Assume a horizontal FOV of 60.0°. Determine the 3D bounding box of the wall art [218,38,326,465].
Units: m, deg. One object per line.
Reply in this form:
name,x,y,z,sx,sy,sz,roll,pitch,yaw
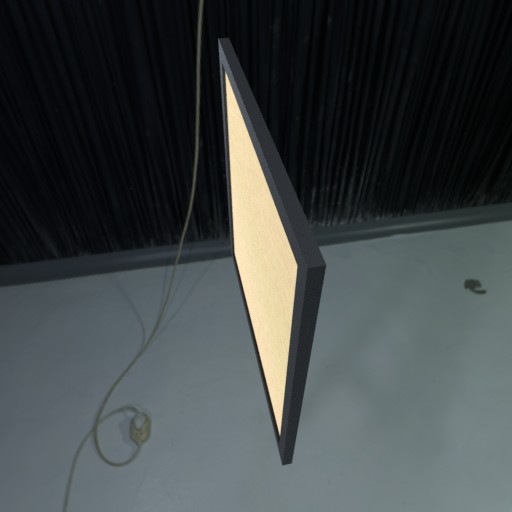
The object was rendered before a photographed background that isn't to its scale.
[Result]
wall art,0.000,0.000,0.519,0.012,0.357,0.358,-9,48,-8
